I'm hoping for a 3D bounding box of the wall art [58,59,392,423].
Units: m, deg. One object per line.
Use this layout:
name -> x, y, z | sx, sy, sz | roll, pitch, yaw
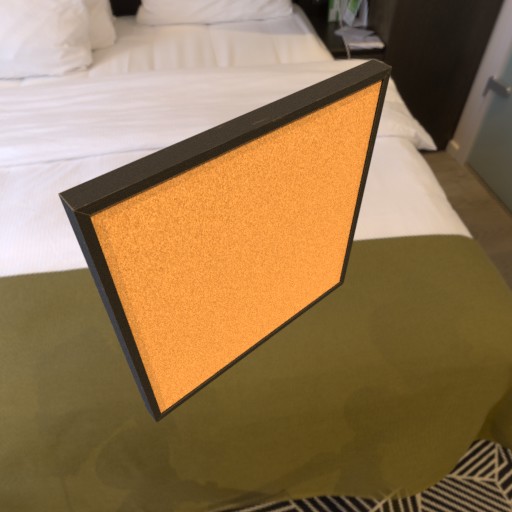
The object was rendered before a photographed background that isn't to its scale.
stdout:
wall art -> 0.000, 0.000, 0.743 | 0.506, 0.506, 0.036 | -32, 54, -27
